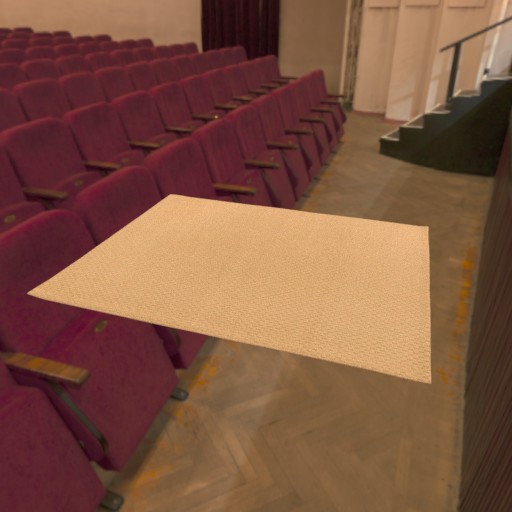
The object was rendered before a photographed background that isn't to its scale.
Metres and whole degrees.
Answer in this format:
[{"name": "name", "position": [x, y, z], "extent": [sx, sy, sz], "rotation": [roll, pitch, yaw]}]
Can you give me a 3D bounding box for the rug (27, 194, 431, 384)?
[{"name": "rug", "position": [0.000, 0.000, 3.898], "extent": [2.897, 0.035, 2.277], "rotation": [9, 30, 16]}]
